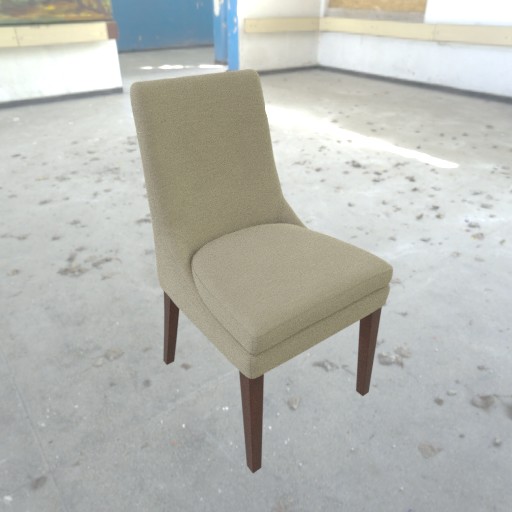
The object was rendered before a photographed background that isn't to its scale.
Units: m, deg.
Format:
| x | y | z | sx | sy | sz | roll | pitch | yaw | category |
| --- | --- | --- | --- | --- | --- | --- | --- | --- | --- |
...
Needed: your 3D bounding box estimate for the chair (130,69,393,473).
| x | y | z | sx | sy | sz | roll | pitch | yaw | category |
| --- | --- | --- | --- | --- | --- | --- | --- | --- | --- |
| 0.000 | 0.000 | 1.316 | 0.515 | 0.940 | 0.638 | -21 | 37 | -31 | chair |
